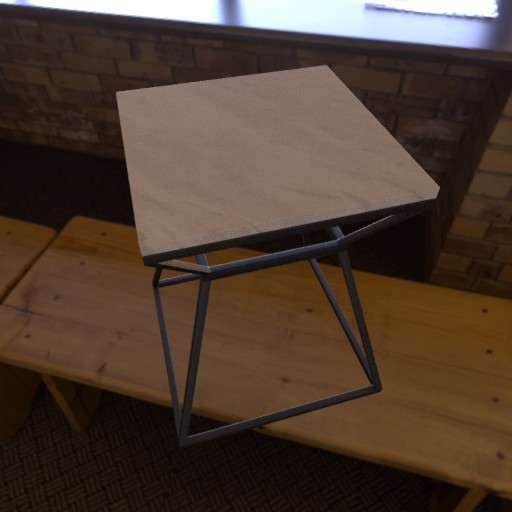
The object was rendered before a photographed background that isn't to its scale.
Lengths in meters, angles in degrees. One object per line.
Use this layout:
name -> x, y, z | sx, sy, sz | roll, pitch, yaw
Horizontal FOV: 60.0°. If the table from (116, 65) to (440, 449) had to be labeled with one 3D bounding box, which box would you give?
table -> 0.000, 0.000, 0.899 | 0.455, 0.559, 0.455 | -12, 48, -11
